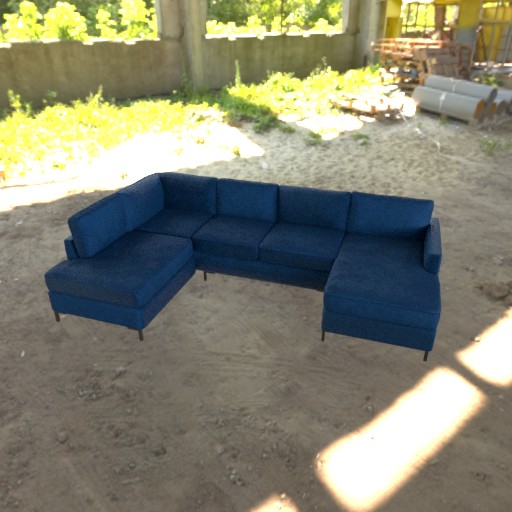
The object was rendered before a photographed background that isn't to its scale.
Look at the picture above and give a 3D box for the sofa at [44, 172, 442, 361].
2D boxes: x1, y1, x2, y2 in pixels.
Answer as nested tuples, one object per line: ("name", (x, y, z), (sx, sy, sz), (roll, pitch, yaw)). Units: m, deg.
("sofa", (0.000, 0.000, 4.404), (3.434, 0.992, 2.055), (9, 29, 16))
